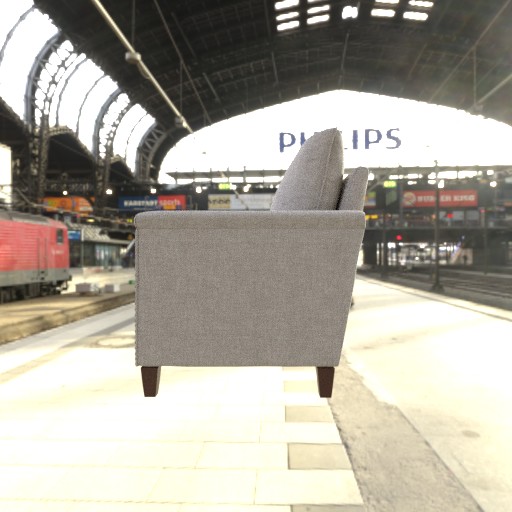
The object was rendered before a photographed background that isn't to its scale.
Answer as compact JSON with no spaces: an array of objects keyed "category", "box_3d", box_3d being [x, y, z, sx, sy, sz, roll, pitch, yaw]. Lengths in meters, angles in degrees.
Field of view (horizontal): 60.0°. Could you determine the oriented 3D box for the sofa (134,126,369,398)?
[{"category":"sofa","box_3d":[0.000,0.000,2.423,0.828,0.959,1.925,0,0,1]}]
